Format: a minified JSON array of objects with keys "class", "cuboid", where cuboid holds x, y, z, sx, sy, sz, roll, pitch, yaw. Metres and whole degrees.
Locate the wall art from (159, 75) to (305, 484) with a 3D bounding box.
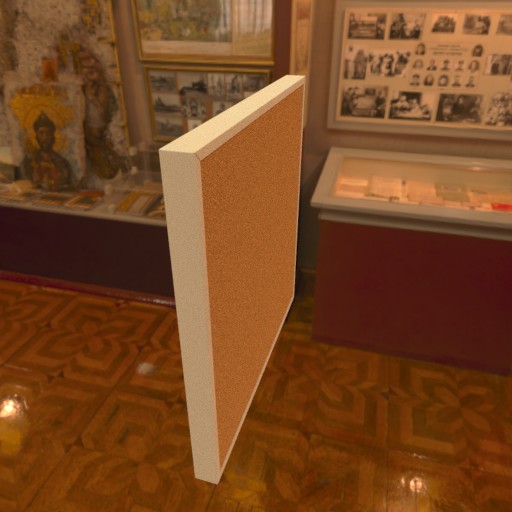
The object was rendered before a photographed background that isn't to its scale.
[{"class":"wall art","cuboid":[0.000,0.000,0.754,0.037,0.508,0.508,9,31,15]}]
